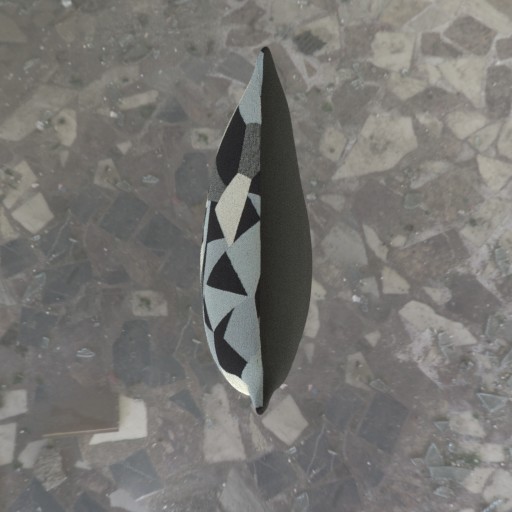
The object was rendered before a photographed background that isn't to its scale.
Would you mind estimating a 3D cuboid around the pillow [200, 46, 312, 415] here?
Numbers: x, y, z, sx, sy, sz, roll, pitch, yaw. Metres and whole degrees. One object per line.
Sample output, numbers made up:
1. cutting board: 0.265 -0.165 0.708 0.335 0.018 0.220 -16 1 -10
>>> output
1. pillow: 0.000 0.000 0.793 0.208 0.496 0.503 1 75 0
